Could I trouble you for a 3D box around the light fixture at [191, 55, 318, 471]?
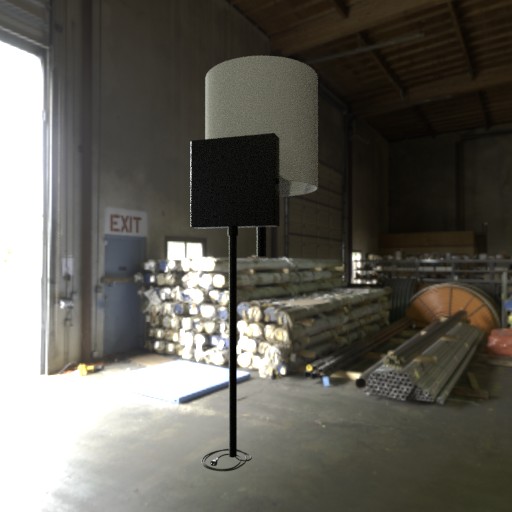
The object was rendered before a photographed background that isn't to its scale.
[{"bbox_3d":[0.000,0.000,0.715,0.188,0.589,0.248,0,-1,18],"label":"light fixture"}]
